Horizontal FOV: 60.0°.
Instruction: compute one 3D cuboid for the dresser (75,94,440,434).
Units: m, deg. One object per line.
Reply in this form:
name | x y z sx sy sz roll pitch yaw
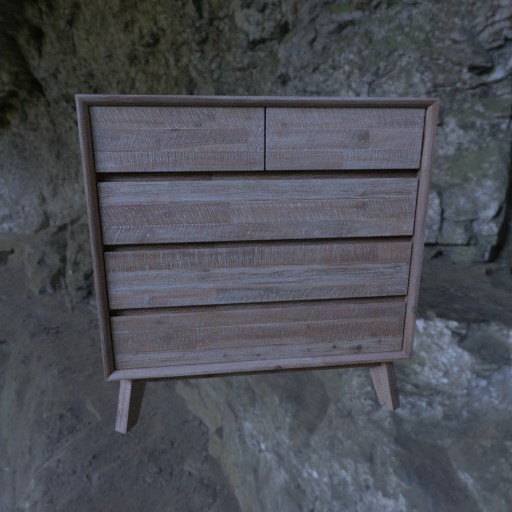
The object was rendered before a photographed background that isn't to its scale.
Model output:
dresser | 0.000 0.000 1.559 0.998 1.029 0.455 -2 16 -7
